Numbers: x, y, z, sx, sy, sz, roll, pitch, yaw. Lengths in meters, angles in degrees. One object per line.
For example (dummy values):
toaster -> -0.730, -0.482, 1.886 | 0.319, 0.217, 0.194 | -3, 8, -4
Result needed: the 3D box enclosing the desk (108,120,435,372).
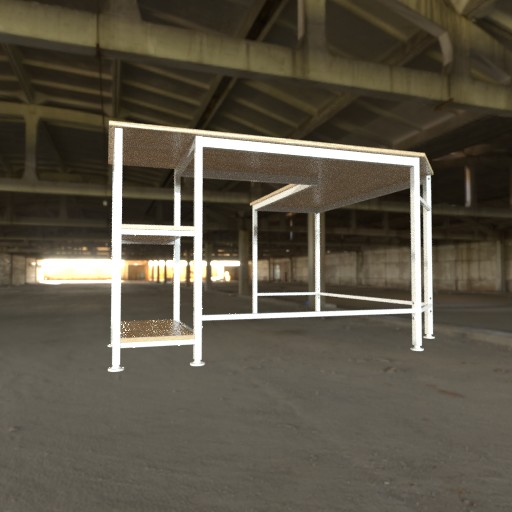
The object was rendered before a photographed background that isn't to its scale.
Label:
desk -> 0.000, 0.000, 2.170 | 1.379, 0.739, 1.379 | 1, -2, -19
